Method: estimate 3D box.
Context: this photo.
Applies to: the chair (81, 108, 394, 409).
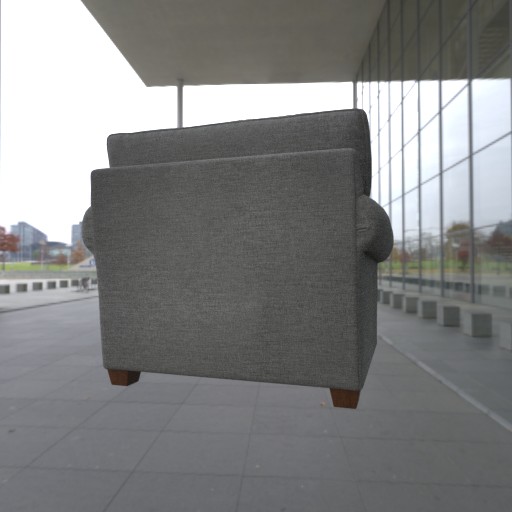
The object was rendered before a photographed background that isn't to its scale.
[{"bbox_3d":[0.000,0.000,1.853,1.092,0.961,0.965,0,-1,18],"label":"chair"}]
